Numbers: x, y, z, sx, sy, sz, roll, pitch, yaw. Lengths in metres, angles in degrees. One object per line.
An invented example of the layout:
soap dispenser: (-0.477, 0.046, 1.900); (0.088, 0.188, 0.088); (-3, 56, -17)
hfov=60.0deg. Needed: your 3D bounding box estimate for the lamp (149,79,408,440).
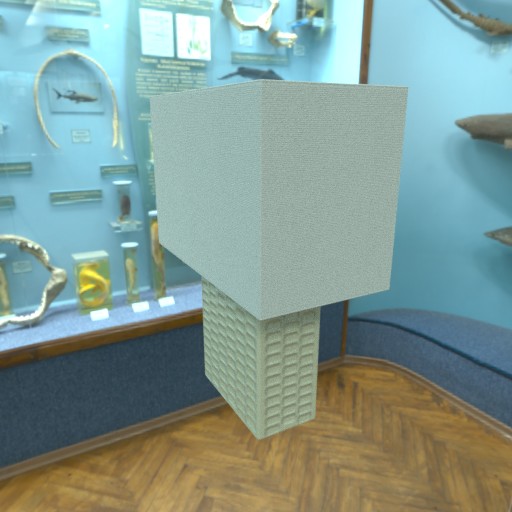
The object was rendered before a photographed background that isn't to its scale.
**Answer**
lamp: (0.000, 0.000, 0.703); (0.200, 0.515, 0.380); (-9, 19, -28)
